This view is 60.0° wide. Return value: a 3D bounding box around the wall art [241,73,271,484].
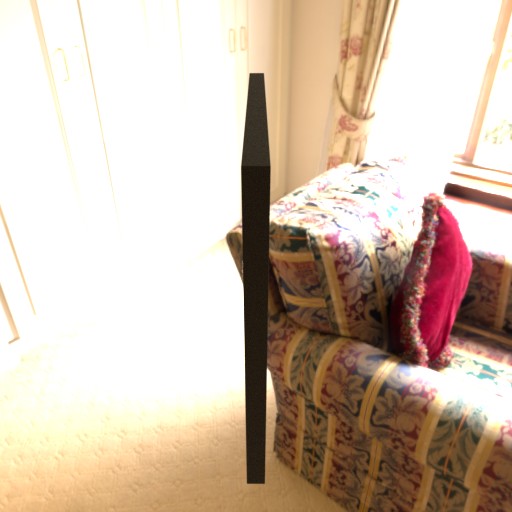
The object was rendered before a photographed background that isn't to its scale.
[{"bbox_3d":[0.000,0.000,1.138,0.044,0.758,0.758,0,32,0],"label":"wall art"}]
